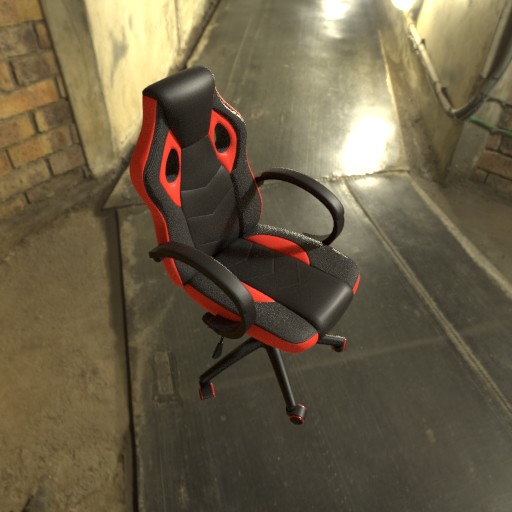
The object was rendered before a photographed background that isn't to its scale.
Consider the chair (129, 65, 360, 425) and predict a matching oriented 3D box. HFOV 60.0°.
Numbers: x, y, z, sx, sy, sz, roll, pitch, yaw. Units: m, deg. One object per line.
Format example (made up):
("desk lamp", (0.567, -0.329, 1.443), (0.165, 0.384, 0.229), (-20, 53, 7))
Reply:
("chair", (0.000, 0.000, 1.411), (0.642, 1.016, 0.600), (27, 49, 26))
